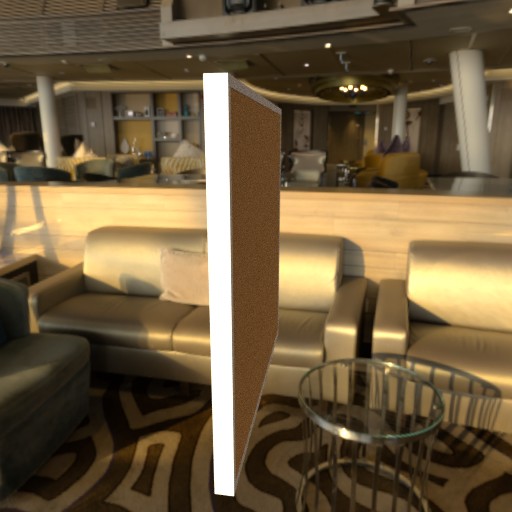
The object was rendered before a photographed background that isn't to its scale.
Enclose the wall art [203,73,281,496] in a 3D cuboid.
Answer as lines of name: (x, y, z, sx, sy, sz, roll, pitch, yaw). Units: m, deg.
wall art: (0.000, 0.000, 1.127, 0.038, 0.762, 0.762, 2, 15, 9)
